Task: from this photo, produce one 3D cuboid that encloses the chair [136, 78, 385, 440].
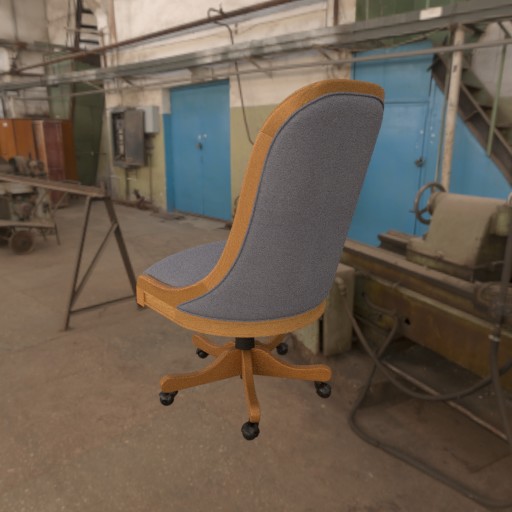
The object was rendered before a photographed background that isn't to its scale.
[{"bbox_3d":[0.000,0.000,1.465,0.605,1.031,0.735,-14,21,-41],"label":"chair"}]
